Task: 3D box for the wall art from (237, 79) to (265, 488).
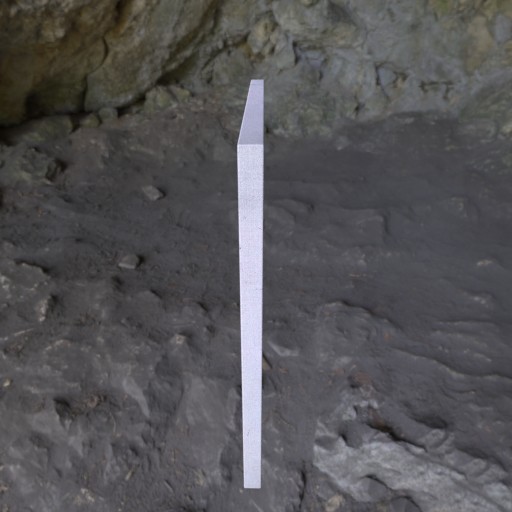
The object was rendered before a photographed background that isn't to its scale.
[{"bbox_3d":[0.000,0.000,1.139,0.041,0.762,0.762,0,28,1],"label":"wall art"}]
